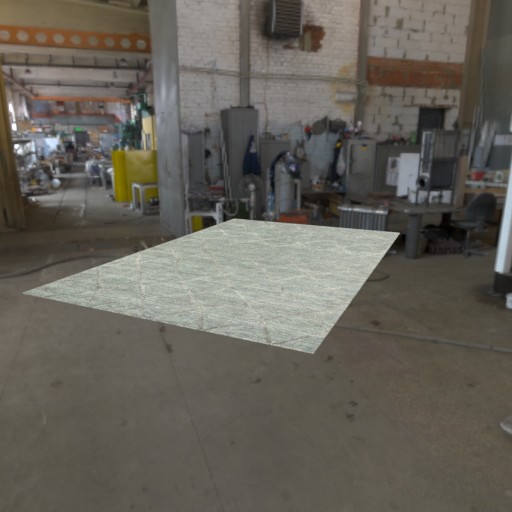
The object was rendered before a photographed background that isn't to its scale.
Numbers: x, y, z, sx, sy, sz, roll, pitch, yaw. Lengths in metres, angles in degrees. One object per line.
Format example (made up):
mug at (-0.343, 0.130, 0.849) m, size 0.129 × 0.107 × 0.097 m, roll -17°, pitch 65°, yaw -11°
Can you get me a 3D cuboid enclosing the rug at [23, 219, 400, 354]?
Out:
rug at (0.000, 0.000, 2.917) m, size 1.521 × 0.006 × 2.283 m, roll 7°, pitch 17°, yaw 24°
